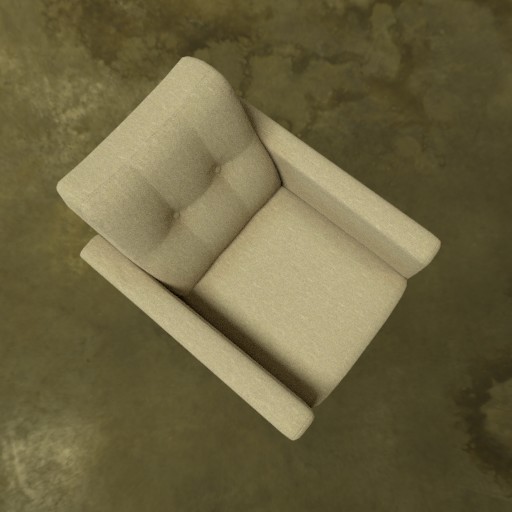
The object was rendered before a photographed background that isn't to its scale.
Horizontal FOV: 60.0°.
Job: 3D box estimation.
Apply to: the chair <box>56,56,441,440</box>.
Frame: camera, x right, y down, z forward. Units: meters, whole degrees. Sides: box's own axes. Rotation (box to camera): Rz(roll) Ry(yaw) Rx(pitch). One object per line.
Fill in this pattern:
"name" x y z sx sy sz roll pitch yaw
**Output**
"chair" 0.000 0.000 1.786 1.128 0.965 0.897 38 79 9
